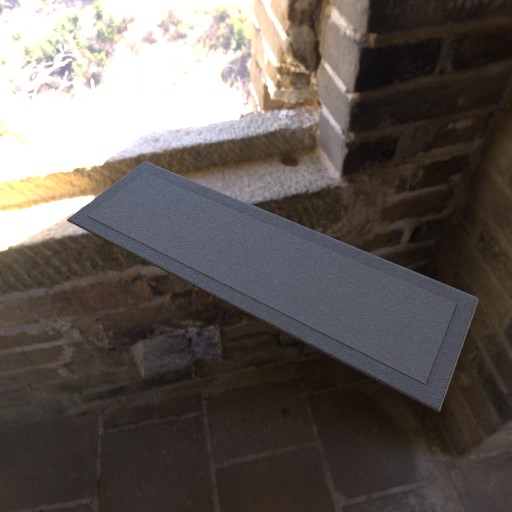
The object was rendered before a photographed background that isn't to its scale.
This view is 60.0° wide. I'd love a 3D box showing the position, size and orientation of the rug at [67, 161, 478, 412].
[{"bbox_3d":[0.000,0.000,2.663,2.430,0.012,0.759,25,52,21],"label":"rug"}]
